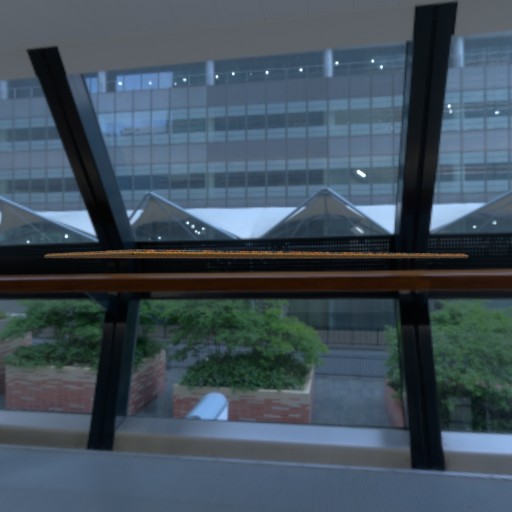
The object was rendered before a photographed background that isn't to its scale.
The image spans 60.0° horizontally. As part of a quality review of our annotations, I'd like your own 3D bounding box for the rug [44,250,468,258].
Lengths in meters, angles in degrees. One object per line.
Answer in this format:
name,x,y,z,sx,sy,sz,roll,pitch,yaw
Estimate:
rug,0.000,0.000,2.833,2.204,0.024,1.588,0,-1,-36
